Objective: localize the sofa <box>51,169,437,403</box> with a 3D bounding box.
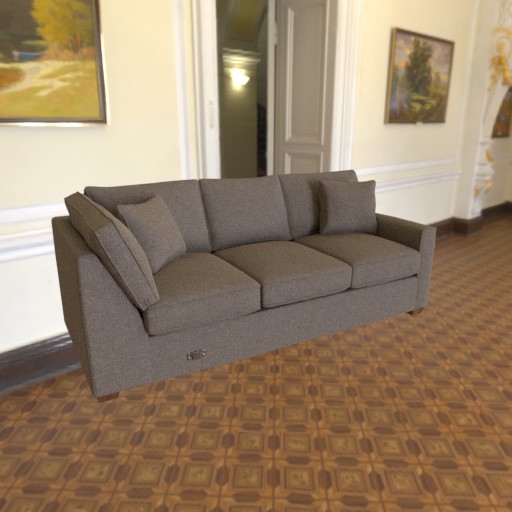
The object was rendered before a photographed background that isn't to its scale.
[{"bbox_3d":[0.000,0.000,2.912,2.317,0.962,1.061,-9,19,-28],"label":"sofa"}]
